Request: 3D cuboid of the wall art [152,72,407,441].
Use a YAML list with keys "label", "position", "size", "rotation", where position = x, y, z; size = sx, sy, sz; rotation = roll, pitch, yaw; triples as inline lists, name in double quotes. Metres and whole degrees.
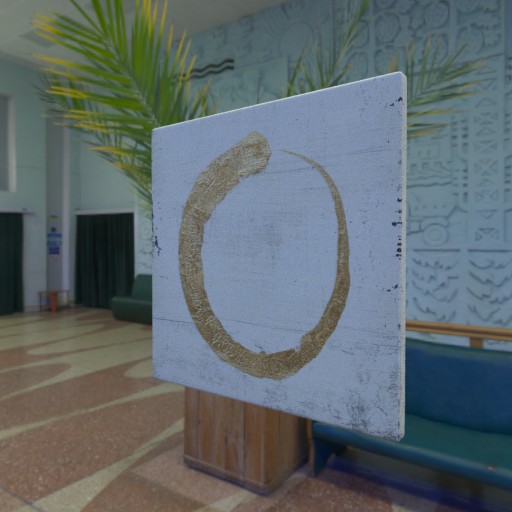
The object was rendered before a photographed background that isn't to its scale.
- label: "wall art"
  position: [0.000, 0.000, 1.146]
  size: [0.762, 0.762, 0.038]
  rotation: [1, 1, 36]
